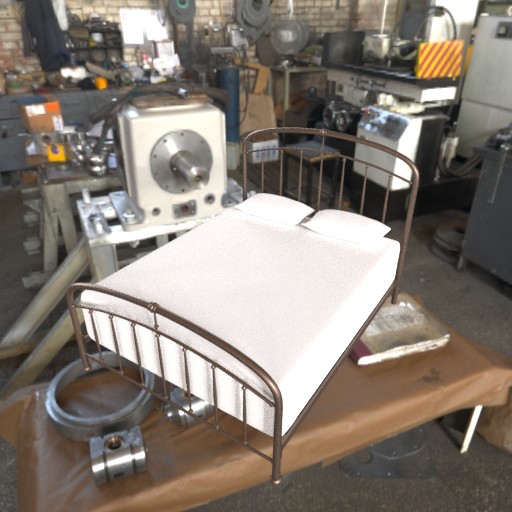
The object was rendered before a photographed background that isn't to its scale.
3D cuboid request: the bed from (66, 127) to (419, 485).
[{"bbox_3d":[0.000,0.000,3.337,1.711,1.475,2.168,18,34,29],"label":"bed"}]
